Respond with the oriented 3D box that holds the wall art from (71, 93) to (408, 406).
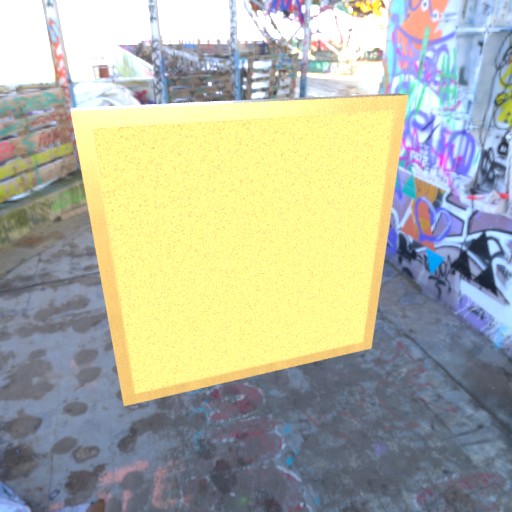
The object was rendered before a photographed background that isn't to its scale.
[{"bbox_3d":[0.000,0.000,2.907,1.935,1.936,0.097,-9,28,-17],"label":"wall art"}]
